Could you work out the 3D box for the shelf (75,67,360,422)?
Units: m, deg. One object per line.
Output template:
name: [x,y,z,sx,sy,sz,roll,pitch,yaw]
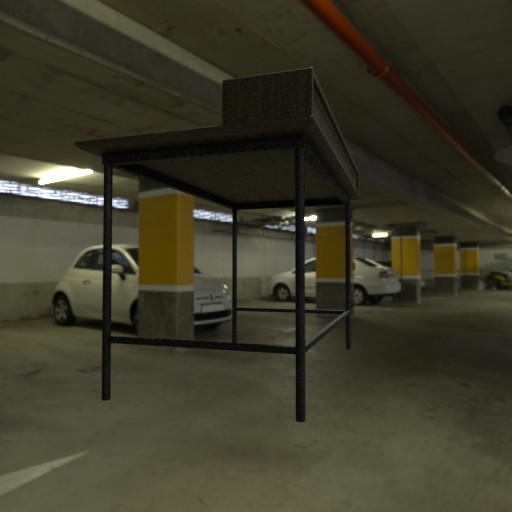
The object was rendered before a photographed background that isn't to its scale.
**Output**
shelf: [0.000,0.000,1.718,0.685,0.865,1.212,-1,-2,18]
